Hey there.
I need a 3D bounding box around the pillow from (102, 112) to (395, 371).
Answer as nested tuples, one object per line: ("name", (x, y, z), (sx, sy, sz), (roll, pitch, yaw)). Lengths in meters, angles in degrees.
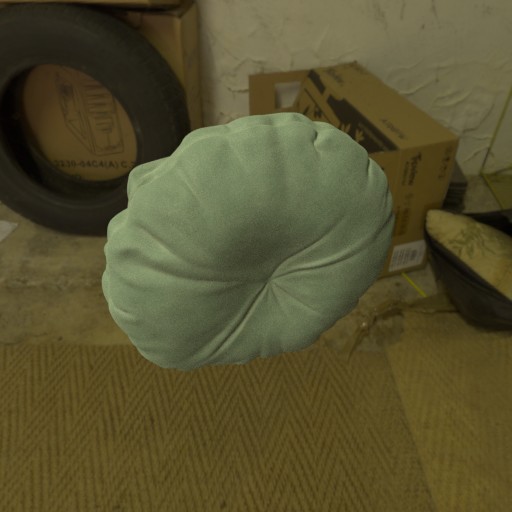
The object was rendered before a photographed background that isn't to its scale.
("pillow", (0.000, 0.000, 0.632), (0.428, 0.407, 0.148), (-13, 43, -15))
